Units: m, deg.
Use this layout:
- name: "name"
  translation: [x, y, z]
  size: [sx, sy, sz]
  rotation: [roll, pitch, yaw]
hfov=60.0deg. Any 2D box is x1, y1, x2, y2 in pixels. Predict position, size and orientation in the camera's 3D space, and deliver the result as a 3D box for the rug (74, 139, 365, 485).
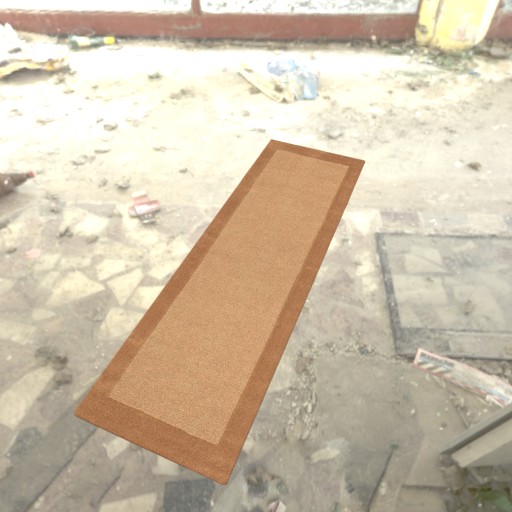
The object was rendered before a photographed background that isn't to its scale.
- name: "rug"
  translation: [0.000, 0.000, 2.658]
  size: [0.764, 0.017, 2.439]
  rotation: [17, 49, 15]
